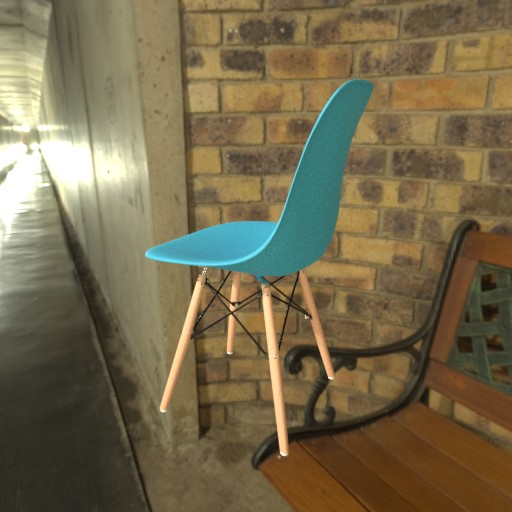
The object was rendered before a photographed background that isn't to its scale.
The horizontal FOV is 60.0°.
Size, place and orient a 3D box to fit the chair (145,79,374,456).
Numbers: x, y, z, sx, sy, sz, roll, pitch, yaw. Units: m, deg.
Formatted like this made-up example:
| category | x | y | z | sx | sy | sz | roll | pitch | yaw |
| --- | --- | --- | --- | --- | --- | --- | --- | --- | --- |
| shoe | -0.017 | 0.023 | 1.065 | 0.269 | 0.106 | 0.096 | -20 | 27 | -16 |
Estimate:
| category | x | y | z | sx | sy | sz | roll | pitch | yaw |
| --- | --- | --- | --- | --- | --- | --- | --- | --- | --- |
| chair | 0.000 | 0.000 | 1.152 | 0.531 | 0.826 | 0.470 | 8 | 18 | 26 |
